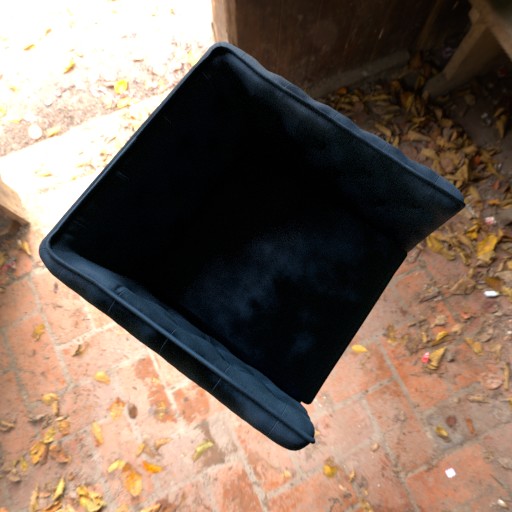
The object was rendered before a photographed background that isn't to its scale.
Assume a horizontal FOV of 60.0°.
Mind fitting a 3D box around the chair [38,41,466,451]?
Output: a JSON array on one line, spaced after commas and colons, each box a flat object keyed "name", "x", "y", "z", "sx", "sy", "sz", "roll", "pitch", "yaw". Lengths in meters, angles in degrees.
[{"name": "chair", "x": 0.000, "y": 0.000, "z": 1.531, "sx": 0.877, "sy": 0.771, "sz": 0.868, "roll": 35, "pitch": 78, "yaw": 8}]
